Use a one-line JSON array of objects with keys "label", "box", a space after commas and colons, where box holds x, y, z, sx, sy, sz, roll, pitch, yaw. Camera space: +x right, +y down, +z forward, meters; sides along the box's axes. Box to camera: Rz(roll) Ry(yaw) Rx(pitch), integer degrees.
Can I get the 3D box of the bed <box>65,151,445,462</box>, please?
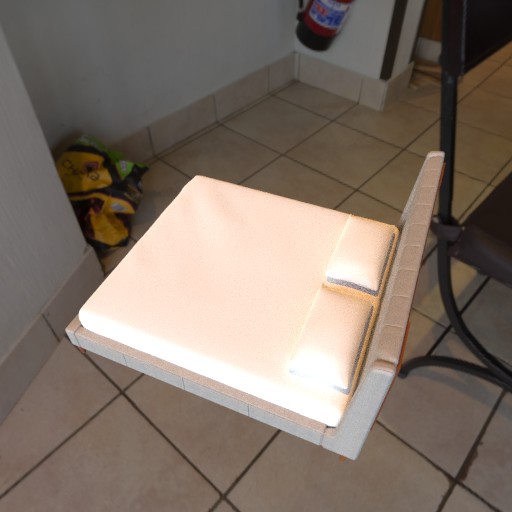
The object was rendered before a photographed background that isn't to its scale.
[{"label": "bed", "box": [0.000, 0.000, 3.525, 2.342, 1.289, 2.062, 17, 49, 16]}]
